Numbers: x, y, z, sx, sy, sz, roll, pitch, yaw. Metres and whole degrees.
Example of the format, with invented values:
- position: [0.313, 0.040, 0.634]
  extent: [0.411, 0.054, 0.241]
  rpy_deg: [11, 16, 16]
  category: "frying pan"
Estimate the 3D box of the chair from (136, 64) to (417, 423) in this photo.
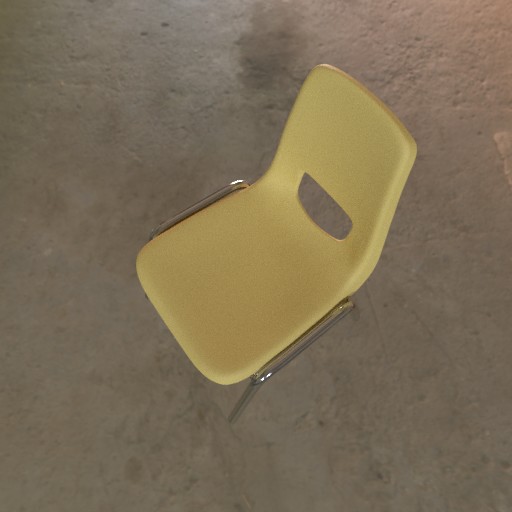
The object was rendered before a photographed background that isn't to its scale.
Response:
- position: [0.000, 0.000, 0.778]
  extent: [0.385, 0.536, 0.354]
  rpy_deg: [-34, 69, -15]
  category: "chair"
